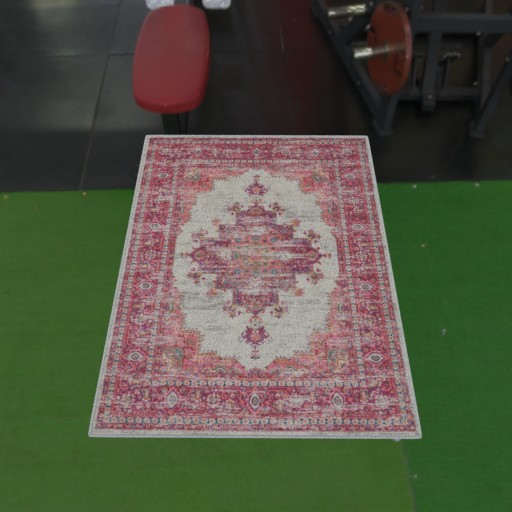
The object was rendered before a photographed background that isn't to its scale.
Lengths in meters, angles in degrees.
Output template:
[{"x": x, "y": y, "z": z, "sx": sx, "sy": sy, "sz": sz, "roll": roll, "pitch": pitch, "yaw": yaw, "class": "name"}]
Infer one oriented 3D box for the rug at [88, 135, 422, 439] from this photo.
[{"x": 0.000, "y": 0.000, "z": 4.056, "sx": 2.447, "sy": 0.017, "sz": 3.123, "roll": 0, "pitch": 58, "yaw": 0, "class": "rug"}]
